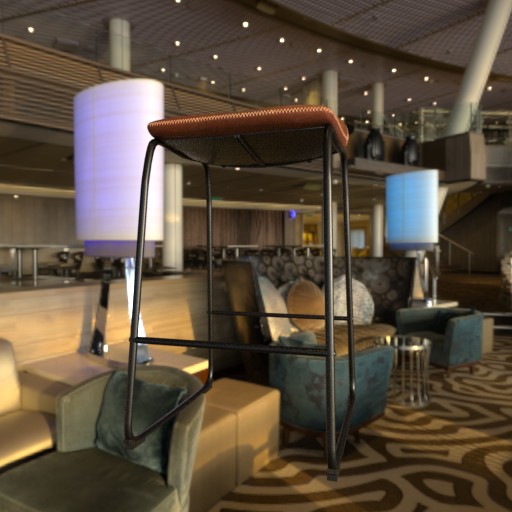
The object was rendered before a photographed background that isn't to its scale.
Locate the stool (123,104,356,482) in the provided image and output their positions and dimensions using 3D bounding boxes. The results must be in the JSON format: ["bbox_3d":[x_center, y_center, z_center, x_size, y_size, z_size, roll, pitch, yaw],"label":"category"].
[{"bbox_3d":[0.000,0.000,1.096,0.454,0.830,0.473,0,1,17],"label":"stool"}]
